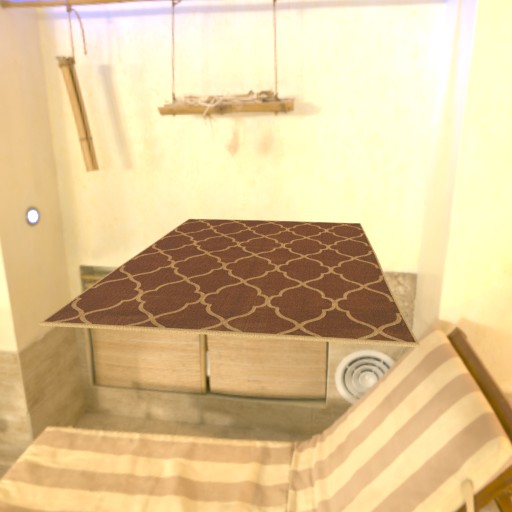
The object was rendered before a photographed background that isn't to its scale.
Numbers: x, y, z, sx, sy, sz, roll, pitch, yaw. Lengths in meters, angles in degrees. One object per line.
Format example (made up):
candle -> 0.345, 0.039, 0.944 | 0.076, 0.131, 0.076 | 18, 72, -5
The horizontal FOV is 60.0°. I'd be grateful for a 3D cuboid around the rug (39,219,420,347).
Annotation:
rug -> 0.000, 0.000, 2.821 | 1.526, 0.014, 2.290 | 2, 16, 7
